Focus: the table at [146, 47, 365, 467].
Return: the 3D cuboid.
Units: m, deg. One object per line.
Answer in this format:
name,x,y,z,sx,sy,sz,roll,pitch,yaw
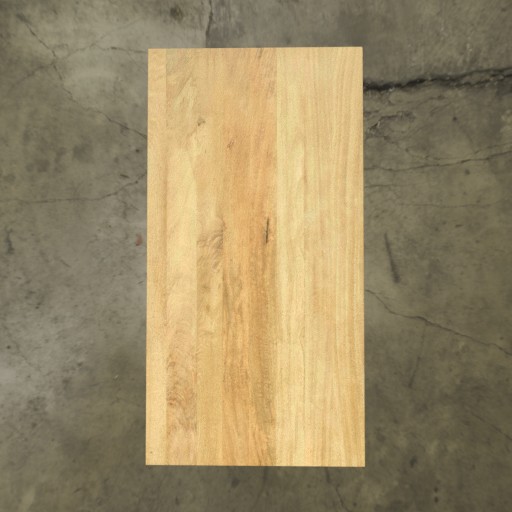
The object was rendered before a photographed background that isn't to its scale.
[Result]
table,0.000,0.000,1.627,0.699,0.400,1.348,0,89,1
